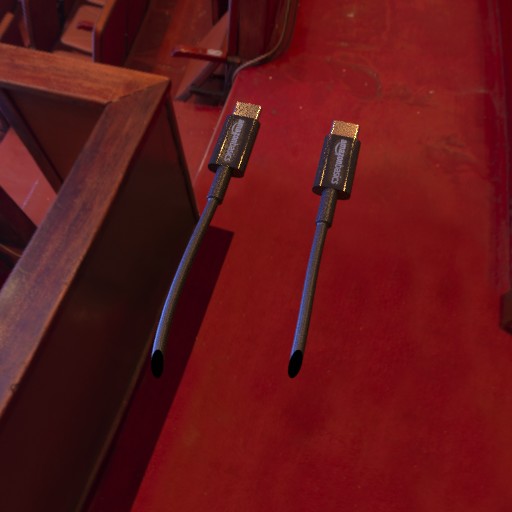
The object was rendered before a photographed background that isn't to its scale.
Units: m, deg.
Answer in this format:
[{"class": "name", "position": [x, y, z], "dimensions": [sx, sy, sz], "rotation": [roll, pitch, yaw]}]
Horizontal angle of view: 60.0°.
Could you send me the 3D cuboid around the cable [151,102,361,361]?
[{"class": "cable", "position": [0.000, 0.000, 0.112], "dimensions": [0.041, 0.005, 0.098], "rotation": [13, 64, 7]}]
